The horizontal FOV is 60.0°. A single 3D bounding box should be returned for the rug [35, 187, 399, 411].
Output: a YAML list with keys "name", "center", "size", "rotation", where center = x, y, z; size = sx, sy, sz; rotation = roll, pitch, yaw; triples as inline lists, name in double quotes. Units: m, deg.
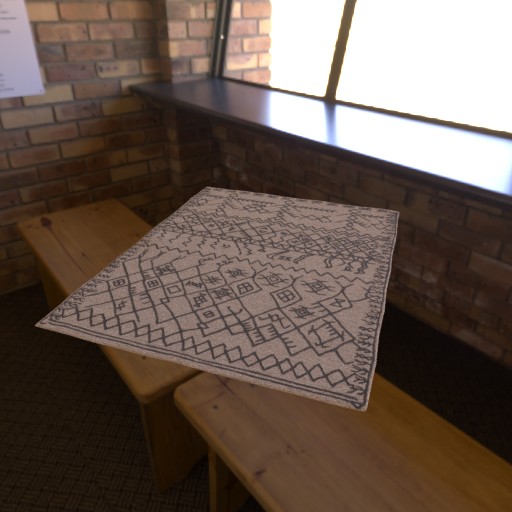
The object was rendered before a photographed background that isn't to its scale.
- name: "rug"
  center: [0.000, 0.000, 3.362]
  size: [1.964, 0.025, 2.455]
  rotation: [10, 31, 17]
